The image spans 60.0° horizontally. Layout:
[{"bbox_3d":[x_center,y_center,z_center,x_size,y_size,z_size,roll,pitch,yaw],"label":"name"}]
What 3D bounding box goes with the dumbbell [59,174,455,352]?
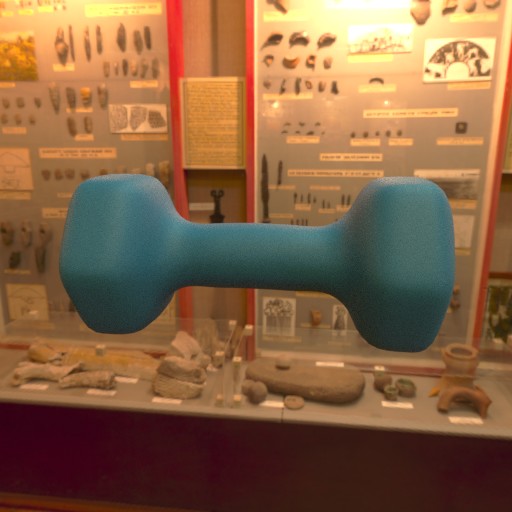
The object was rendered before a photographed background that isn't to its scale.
[{"bbox_3d":[0.000,0.000,0.187,0.152,0.066,0.074,2,15,8],"label":"dumbbell"}]
